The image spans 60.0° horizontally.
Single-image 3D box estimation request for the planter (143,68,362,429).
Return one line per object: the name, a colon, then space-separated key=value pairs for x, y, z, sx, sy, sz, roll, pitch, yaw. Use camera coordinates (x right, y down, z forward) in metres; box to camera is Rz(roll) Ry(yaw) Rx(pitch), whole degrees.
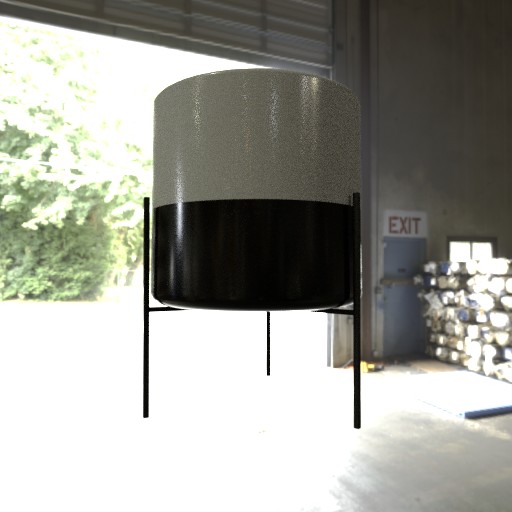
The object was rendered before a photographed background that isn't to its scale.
planter: x=0.000 y=0.000 z=0.649 sx=0.310 sy=0.432 sz=0.310 roll=1 pitch=-1 yaw=-37
